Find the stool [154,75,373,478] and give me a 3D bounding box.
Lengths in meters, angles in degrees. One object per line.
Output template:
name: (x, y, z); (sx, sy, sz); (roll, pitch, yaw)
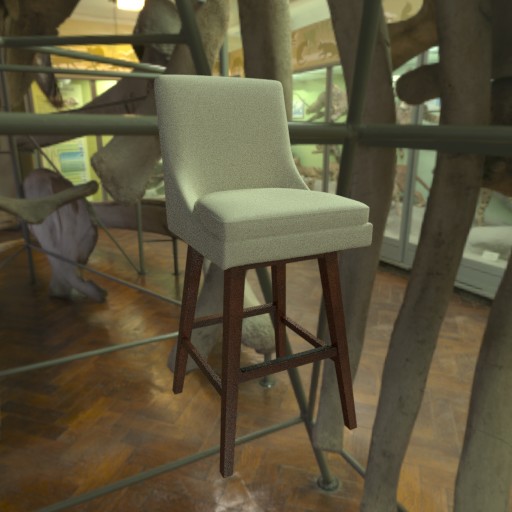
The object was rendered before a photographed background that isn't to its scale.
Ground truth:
stool: (0.000, 0.000, 1.397); (0.470, 1.097, 0.559); (-8, 18, -26)
